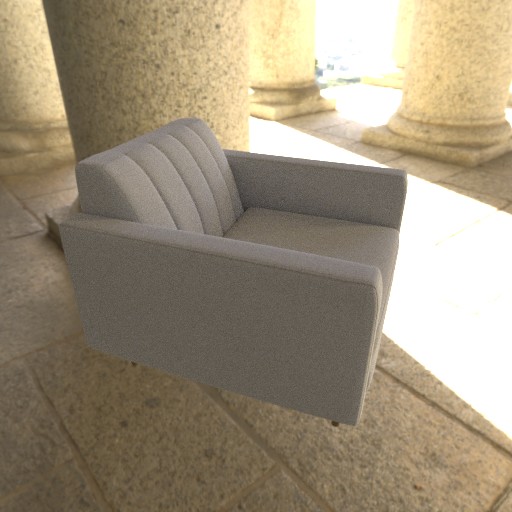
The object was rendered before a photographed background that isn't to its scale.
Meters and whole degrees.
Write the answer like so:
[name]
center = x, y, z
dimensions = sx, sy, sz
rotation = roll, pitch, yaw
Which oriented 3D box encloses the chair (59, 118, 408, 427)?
[chair]
center = 0.000, 0.000, 1.669
dimensions = 0.998, 0.819, 0.953
rotation = 11, 32, 18
